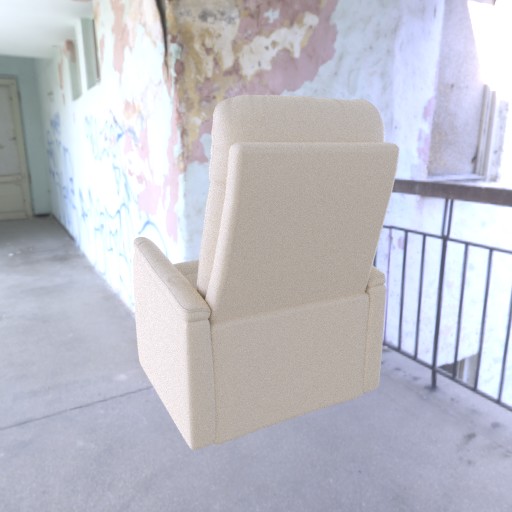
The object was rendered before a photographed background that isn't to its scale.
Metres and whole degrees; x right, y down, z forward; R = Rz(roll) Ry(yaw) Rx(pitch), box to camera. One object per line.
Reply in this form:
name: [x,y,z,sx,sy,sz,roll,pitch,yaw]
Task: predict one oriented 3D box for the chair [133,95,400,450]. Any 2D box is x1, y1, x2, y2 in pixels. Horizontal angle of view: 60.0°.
chair: [0.000,0.000,1.650,0.775,1.082,0.831,-8,16,-27]
